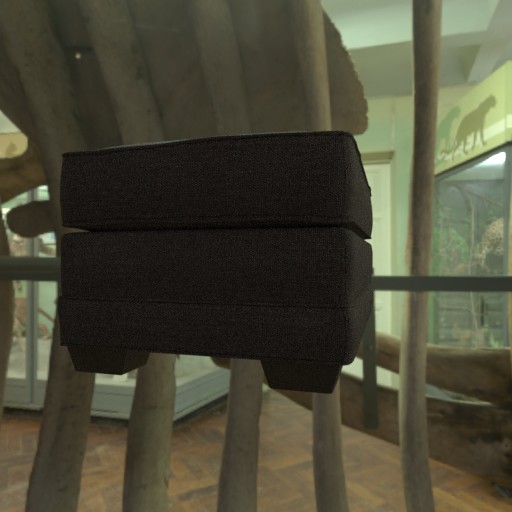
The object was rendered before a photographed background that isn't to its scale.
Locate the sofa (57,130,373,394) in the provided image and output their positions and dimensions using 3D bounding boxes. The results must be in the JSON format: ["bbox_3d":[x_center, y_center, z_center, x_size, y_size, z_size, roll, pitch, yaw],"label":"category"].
[{"bbox_3d":[0.000,0.000,1.178,0.578,0.457,0.854,0,0,17],"label":"sofa"}]
